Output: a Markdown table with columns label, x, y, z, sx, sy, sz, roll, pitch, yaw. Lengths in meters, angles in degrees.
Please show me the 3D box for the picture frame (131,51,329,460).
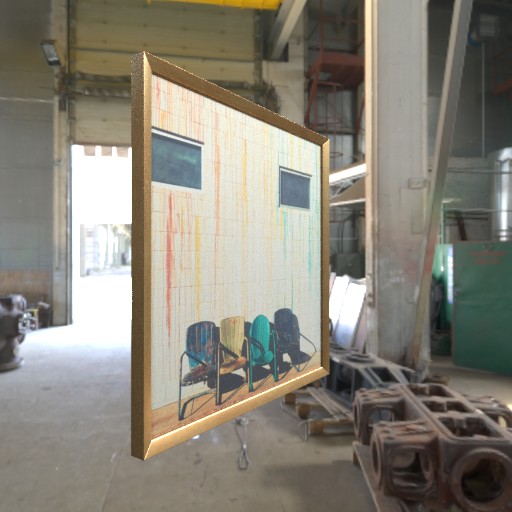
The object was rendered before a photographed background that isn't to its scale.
| label | x | y | z | sx | sy | sz | roll | pitch | yaw |
| --- | --- | --- | --- | --- | --- | --- | --- | --- | --- |
| picture frame | 0.000 | 0.000 | 1.139 | 0.037 | 0.761 | 0.758 | 0 | 0 | 36 |
